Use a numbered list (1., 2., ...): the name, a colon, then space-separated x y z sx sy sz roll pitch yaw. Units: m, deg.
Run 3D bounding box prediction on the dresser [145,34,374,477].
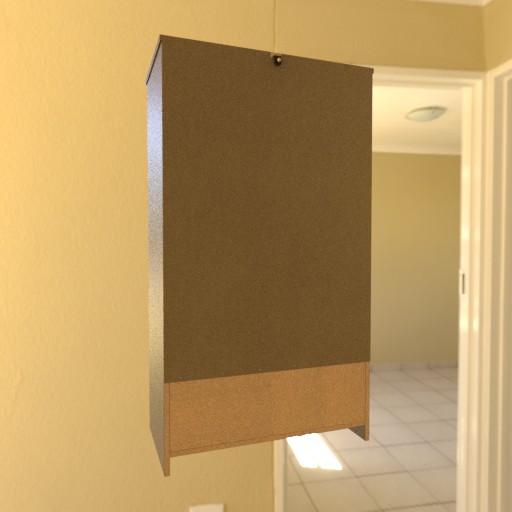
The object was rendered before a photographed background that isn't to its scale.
1. dresser: 0.000 0.000 1.544 0.704 1.254 0.418 -1 2 -20
